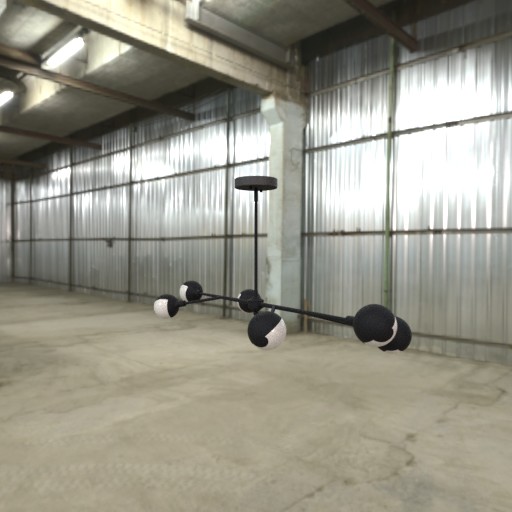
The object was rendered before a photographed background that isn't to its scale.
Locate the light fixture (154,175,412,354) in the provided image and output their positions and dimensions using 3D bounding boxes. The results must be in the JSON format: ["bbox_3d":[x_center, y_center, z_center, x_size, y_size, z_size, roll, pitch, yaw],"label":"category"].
[{"bbox_3d":[0.000,0.000,1.047,0.434,0.362,0.778,0,1,-17],"label":"light fixture"}]
